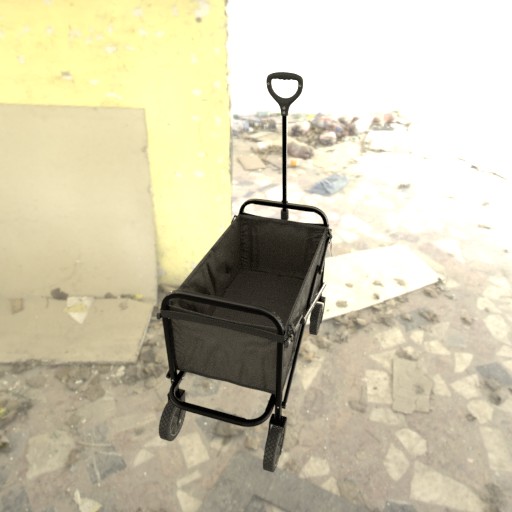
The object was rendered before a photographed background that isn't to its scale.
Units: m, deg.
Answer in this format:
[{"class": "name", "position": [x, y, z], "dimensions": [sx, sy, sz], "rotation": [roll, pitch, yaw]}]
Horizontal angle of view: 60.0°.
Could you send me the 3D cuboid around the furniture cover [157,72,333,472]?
[{"class": "furniture cover", "position": [0.000, 0.000, 1.808], "dimensions": [0.532, 1.295, 1.038], "rotation": [10, 33, 15]}]
